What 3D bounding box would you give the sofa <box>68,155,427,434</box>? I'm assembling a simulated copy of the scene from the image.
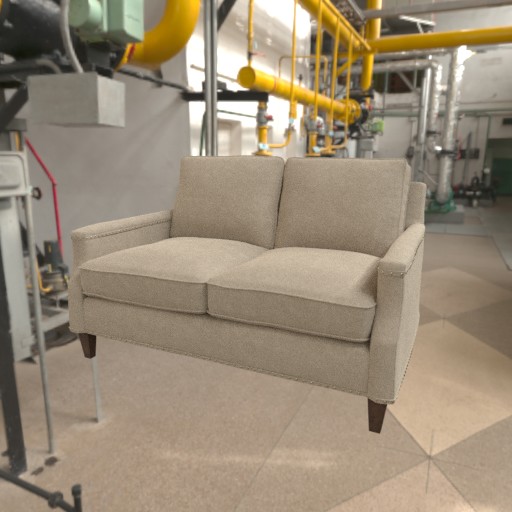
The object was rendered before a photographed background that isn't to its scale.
[{"bbox_3d":[0.000,0.000,2.277,1.597,1.002,1.084,6,15,25],"label":"sofa"}]
